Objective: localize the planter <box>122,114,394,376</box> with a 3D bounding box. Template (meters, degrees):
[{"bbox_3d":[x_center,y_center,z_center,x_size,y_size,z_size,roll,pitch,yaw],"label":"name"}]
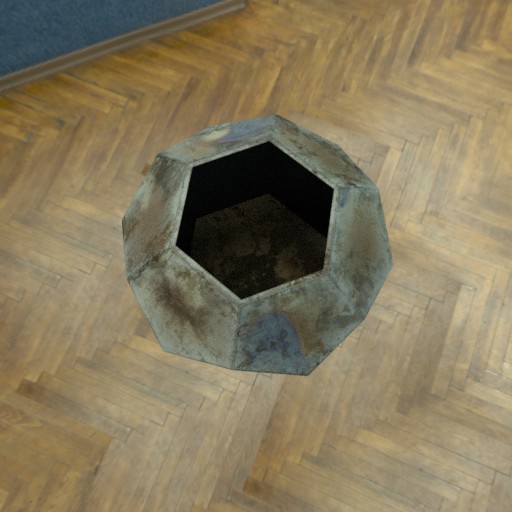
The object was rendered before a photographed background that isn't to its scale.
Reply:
[{"bbox_3d":[0.000,0.000,0.440,0.221,0.238,0.243,-20,77,-5],"label":"planter"}]
